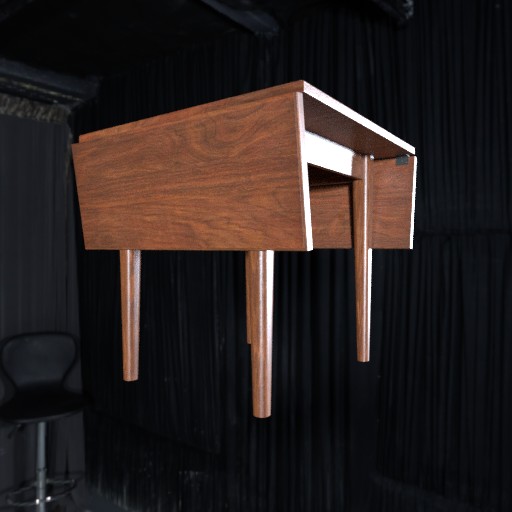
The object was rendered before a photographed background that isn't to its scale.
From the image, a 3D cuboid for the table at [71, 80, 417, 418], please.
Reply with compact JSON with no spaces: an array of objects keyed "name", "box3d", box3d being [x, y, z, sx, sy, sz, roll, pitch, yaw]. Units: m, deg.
[{"name":"table","box3d":[0.000,0.000,1.488,0.812,0.763,0.843,1,2,36]}]
